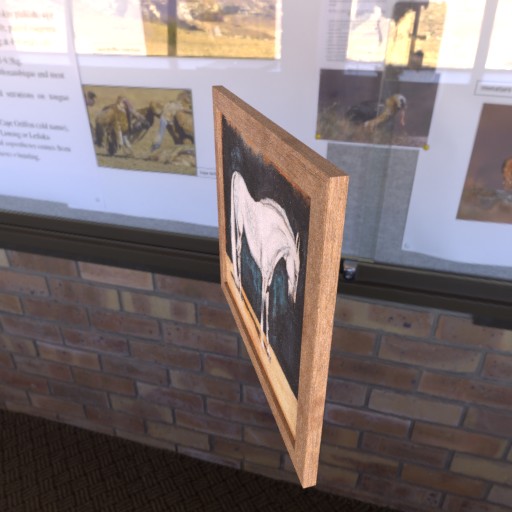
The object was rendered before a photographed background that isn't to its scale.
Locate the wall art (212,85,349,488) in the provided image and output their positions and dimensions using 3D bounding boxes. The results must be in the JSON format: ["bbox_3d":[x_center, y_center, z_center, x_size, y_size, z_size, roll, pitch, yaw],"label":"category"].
[{"bbox_3d":[0.000,0.000,0.947,0.026,0.588,0.690,-8,31,-14],"label":"wall art"}]
